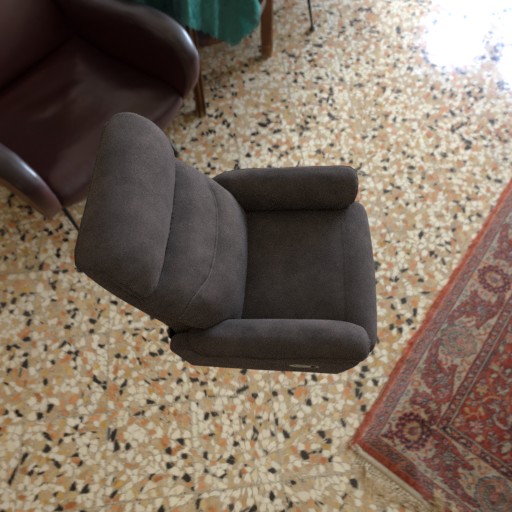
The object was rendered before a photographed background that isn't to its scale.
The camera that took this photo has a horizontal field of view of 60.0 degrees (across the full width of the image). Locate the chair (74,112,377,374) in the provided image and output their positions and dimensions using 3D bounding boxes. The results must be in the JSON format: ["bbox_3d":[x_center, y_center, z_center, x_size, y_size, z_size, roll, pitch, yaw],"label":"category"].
[{"bbox_3d":[0.000,0.000,1.763,1.009,1.035,0.830,2,65,1],"label":"chair"}]
